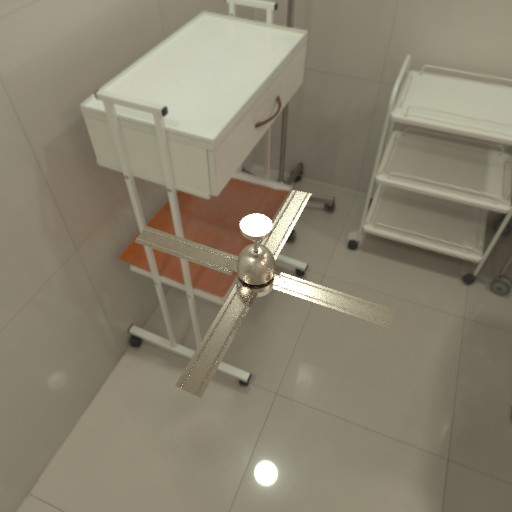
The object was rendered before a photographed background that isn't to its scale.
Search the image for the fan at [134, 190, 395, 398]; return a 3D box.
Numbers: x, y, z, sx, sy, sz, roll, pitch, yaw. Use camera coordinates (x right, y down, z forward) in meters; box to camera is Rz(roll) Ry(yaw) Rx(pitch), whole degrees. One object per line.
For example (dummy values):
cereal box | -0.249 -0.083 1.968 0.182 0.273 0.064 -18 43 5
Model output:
fan | 0.000 0.000 2.082 1.346 0.406 1.346 17 50 15
